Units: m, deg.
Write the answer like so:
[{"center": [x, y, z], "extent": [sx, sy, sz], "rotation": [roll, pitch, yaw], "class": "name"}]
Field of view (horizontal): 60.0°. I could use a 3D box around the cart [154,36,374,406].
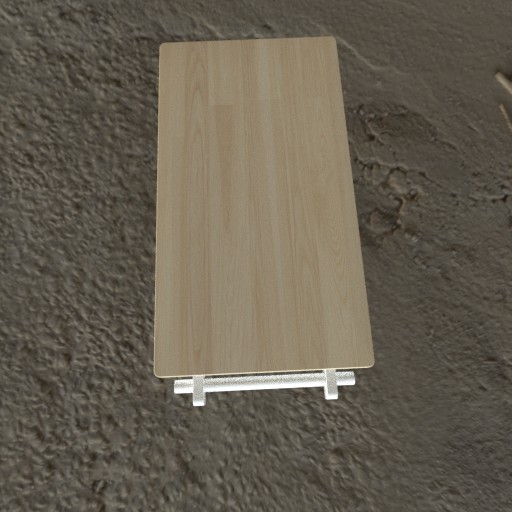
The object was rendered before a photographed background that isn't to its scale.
[{"center": [0.000, 0.000, 1.466], "extent": [0.457, 0.927, 0.899], "rotation": [-3, 73, -1], "class": "cart"}]
